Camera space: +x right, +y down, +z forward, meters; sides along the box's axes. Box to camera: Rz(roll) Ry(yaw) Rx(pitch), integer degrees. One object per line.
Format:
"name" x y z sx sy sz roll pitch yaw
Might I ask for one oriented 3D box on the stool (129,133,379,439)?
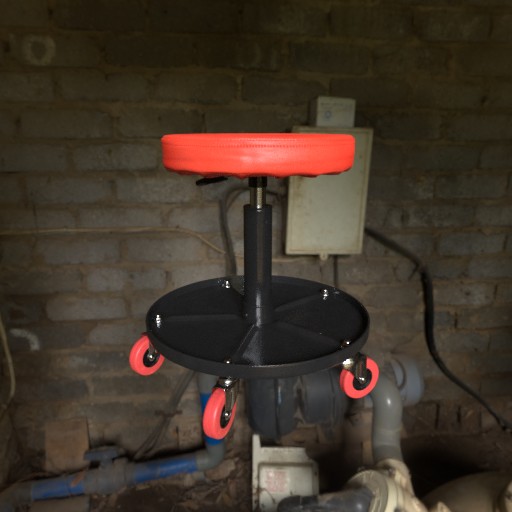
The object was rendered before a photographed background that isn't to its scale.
"stool" 0.000 0.000 0.689 0.381 0.365 0.382 -15 22 -42
